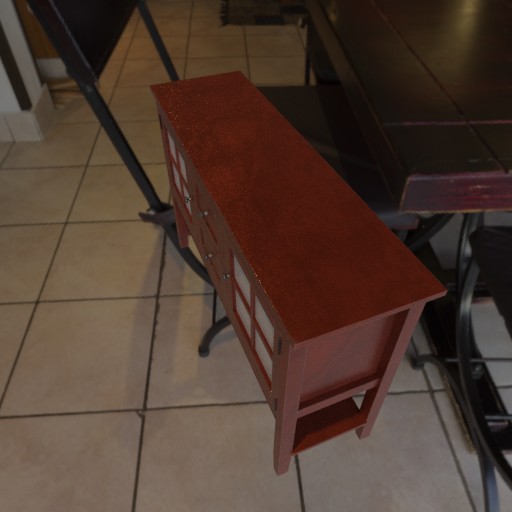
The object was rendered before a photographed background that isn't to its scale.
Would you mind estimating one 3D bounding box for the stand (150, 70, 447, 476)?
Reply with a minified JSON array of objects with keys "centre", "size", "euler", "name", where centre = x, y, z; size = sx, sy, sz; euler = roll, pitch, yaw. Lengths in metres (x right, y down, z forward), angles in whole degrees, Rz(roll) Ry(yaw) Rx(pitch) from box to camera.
[{"centre":[0.000,0.000,1.734],"size":[0.410,0.872,1.362],"euler":[-16,47,-16],"name":"stand"}]
